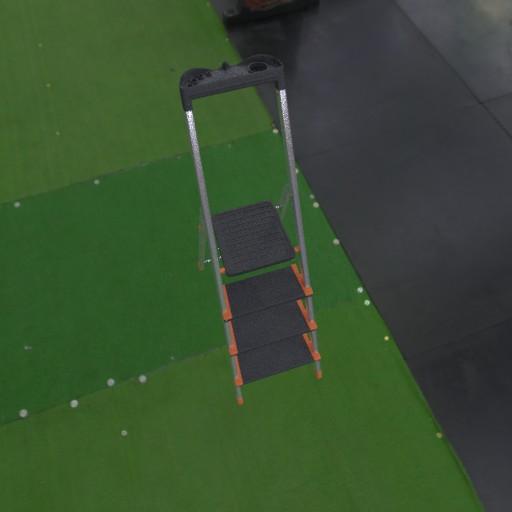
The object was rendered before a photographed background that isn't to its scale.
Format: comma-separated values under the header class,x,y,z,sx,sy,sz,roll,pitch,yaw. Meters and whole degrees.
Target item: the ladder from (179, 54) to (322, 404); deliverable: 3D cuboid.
class,x,y,z,sx,sy,sz,roll,pitch,yaw
ladder,0.000,0.000,1.827,0.452,1.429,0.834,-16,63,-8
